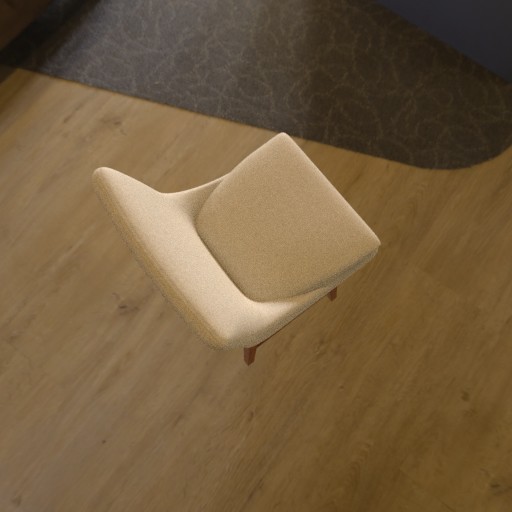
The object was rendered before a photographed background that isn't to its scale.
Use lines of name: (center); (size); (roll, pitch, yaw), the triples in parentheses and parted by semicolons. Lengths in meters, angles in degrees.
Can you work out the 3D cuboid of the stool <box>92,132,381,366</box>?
stool: (0.000, 0.000, 1.399); (0.559, 1.092, 0.470); (-36, 77, -9)
